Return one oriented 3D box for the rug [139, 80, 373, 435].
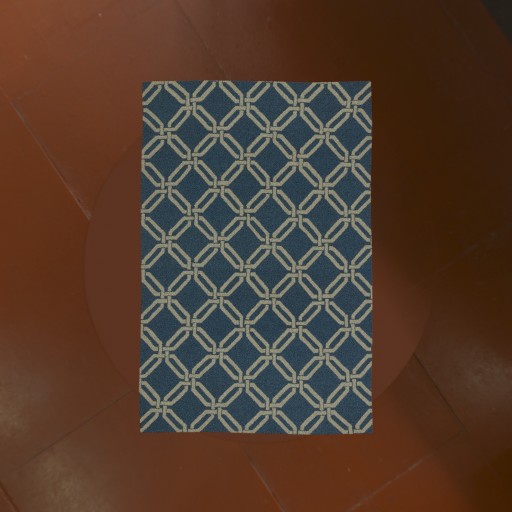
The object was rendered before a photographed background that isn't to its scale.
[{"bbox_3d":[0.000,0.000,2.195,1.153,0.010,1.755,0,89,0],"label":"rug"}]
